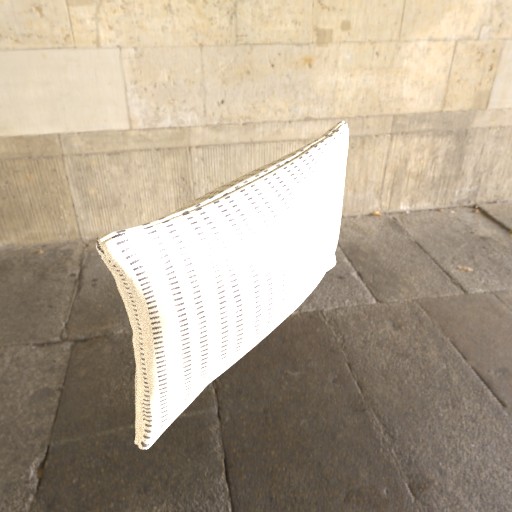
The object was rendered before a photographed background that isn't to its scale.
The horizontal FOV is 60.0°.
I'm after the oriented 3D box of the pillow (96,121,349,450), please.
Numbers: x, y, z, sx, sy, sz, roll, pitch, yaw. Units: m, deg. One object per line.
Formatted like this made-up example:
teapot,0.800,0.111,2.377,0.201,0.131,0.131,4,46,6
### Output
pillow,0.000,0.000,0.794,0.210,0.353,0.640,20,36,29
